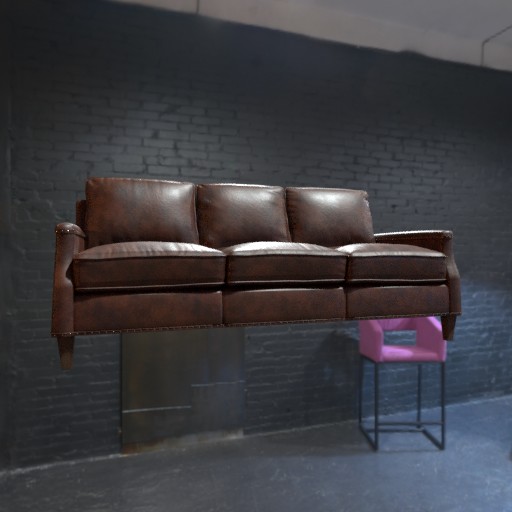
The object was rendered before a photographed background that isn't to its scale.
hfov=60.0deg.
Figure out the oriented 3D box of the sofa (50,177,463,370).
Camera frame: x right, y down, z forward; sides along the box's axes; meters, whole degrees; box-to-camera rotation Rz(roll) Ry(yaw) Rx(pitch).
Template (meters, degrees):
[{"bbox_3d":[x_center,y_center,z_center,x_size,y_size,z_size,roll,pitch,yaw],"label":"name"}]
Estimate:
[{"bbox_3d":[0.000,0.000,2.767,2.240,1.003,1.084,0,0,-18],"label":"sofa"}]
